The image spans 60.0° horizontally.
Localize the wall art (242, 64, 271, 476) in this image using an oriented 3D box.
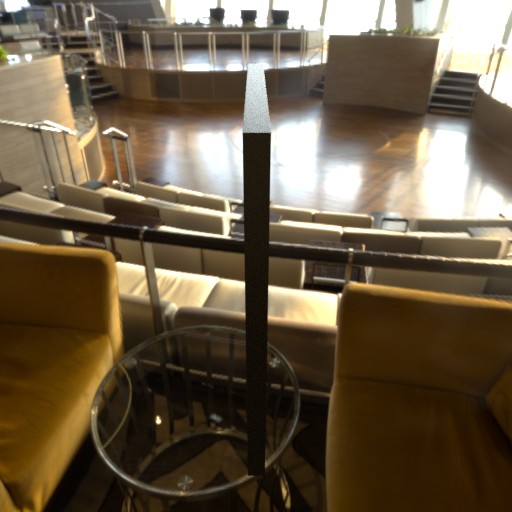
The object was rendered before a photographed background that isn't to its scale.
[{"bbox_3d":[0.000,0.000,0.771,0.028,0.557,0.457,0,31,0],"label":"wall art"}]
